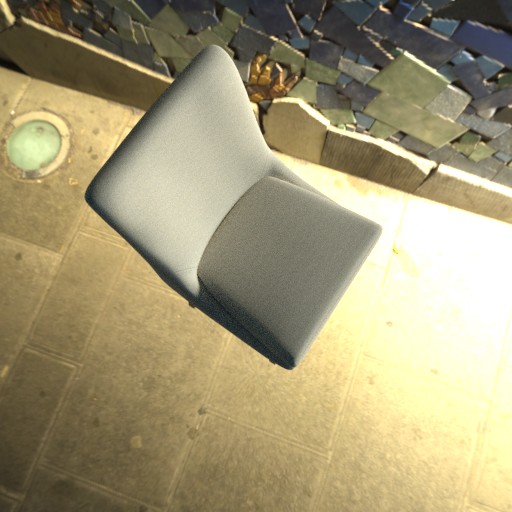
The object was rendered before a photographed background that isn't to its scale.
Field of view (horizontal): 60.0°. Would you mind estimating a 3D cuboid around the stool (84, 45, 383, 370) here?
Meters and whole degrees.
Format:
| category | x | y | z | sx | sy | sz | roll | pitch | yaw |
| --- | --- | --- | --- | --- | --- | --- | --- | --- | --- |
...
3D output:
| category | x | y | z | sx | sy | sz | roll | pitch | yaw |
| --- | --- | --- | --- | --- | --- | --- | --- | --- | --- |
| stool | 0.000 | 0.000 | 1.375 | 0.559 | 1.093 | 0.483 | 33 | 78 | 8 |
